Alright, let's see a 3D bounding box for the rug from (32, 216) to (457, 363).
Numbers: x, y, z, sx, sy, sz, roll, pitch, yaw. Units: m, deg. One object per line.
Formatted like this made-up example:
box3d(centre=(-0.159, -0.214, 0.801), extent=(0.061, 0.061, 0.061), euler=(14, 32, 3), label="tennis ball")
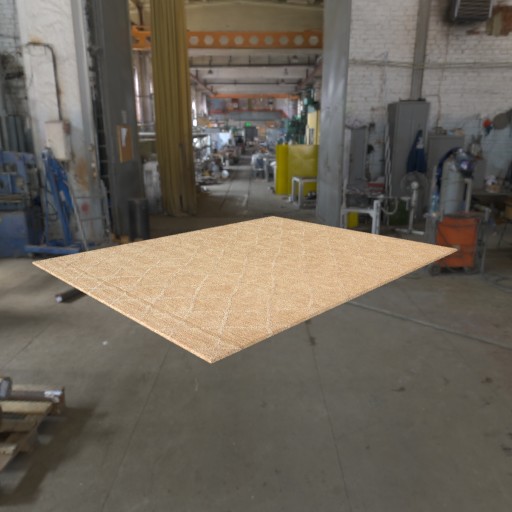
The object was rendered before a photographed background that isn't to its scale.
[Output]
box3d(centre=(0.000, 0.000, 4.032), extent=(3.039, 0.019, 2.420), euler=(-15, 22, -43), label="rug")
